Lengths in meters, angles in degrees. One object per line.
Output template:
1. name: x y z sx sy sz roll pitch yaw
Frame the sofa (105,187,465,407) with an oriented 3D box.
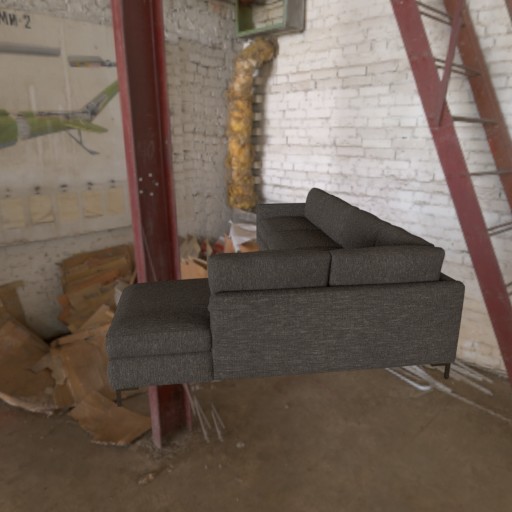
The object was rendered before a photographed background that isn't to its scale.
1. sofa: 0.000 0.000 3.793 2.007 0.815 2.949 -2 16 -8
